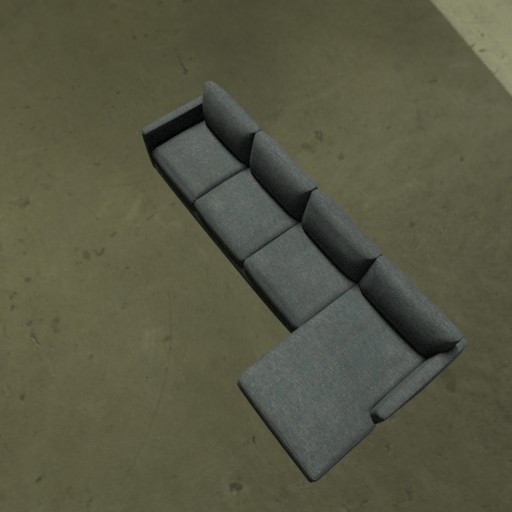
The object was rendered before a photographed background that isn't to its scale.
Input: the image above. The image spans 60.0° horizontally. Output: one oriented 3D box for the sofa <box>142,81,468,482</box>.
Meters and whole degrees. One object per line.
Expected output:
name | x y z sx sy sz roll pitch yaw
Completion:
sofa | 0.000 0.000 3.402 1.350 0.810 2.932 -35 69 -15
